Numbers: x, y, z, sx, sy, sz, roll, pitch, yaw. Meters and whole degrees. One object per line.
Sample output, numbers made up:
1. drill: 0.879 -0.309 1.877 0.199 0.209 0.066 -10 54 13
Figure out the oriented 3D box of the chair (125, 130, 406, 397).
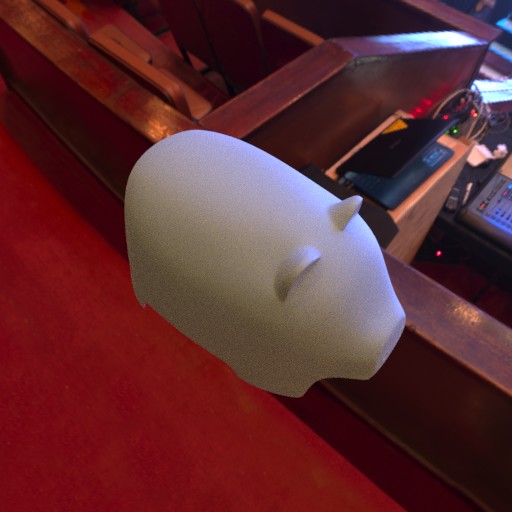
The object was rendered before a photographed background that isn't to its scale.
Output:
1. chair: 0.000 0.000 0.882 0.619 0.423 0.364 33 64 19
